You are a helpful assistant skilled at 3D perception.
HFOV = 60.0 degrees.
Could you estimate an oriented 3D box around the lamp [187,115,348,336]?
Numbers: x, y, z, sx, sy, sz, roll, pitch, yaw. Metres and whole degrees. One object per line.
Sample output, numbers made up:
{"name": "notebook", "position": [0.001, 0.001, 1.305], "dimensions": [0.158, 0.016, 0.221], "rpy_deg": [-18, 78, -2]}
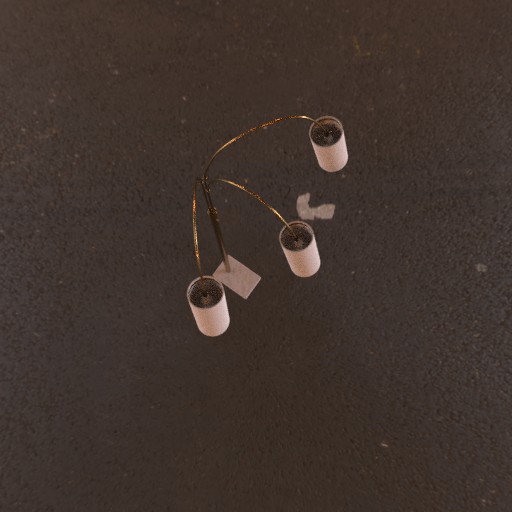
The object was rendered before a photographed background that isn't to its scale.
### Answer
{"name": "lamp", "position": [0.000, 0.000, 2.482], "dimensions": [0.667, 2.055, 1.020], "rpy_deg": [35, 78, 8]}
